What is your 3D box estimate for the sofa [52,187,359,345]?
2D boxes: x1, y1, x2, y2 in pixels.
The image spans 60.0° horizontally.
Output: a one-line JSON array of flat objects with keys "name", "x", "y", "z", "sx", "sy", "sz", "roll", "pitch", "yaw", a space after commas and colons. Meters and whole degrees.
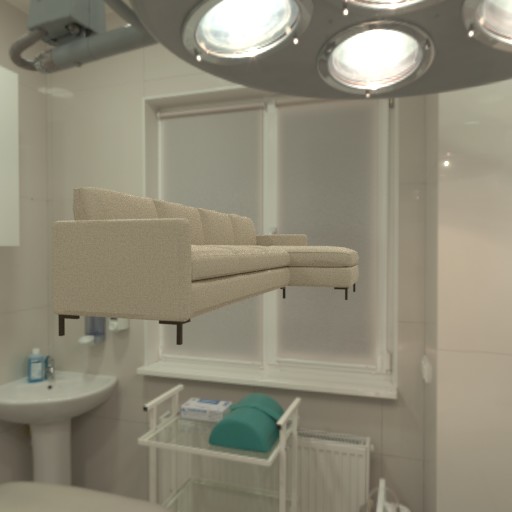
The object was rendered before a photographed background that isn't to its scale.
[{"name": "sofa", "x": 0.000, "y": 0.000, "z": 3.266, "sx": 1.258, "sy": 0.755, "sz": 2.731, "roll": 0, "pitch": 1, "yaw": 18}]
